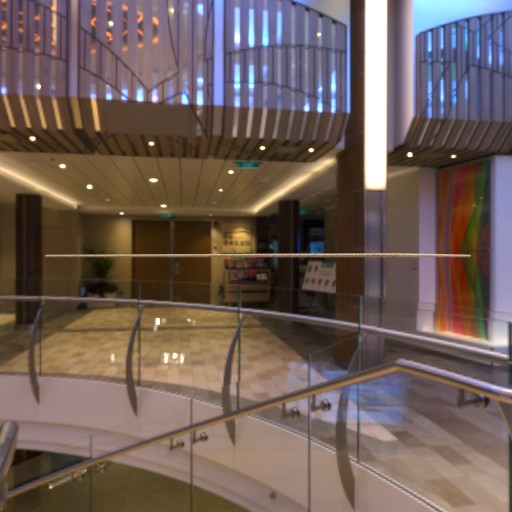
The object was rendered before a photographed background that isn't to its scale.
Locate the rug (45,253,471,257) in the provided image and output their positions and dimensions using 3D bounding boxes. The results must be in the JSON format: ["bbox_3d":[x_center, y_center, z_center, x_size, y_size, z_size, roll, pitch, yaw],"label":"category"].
[{"bbox_3d":[0.000,0.000,2.279,1.829,0.010,1.219,0,0,35],"label":"rug"}]
